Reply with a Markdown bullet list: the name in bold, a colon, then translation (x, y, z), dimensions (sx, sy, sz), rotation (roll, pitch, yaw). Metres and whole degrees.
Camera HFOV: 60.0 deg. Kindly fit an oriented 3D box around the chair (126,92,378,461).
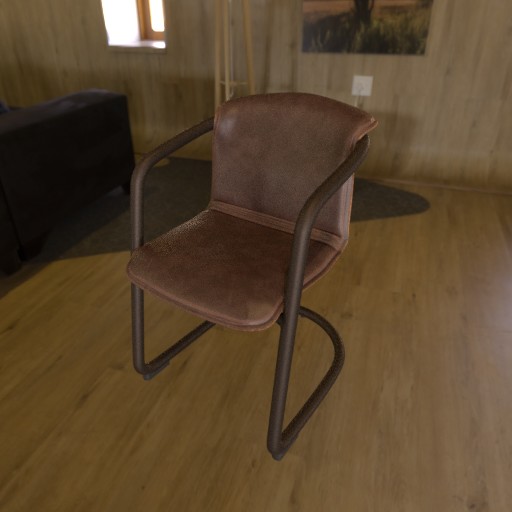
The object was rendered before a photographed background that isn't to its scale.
- **chair**: translation (0.000, 0.000, 1.290), dimensions (0.536, 0.836, 0.664), rotation (19, 35, 30)
